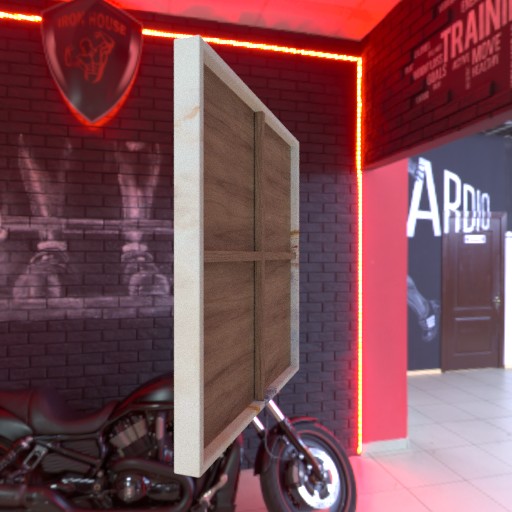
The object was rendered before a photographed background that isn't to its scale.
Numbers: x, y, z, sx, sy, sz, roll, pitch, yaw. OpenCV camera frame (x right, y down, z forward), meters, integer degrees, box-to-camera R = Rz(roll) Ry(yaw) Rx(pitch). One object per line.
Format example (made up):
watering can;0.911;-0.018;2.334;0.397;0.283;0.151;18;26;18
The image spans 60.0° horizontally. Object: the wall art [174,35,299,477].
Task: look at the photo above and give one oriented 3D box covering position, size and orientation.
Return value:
wall art;0.000;0.000;1.573;0.071;1.061;1.061;0;0;18
